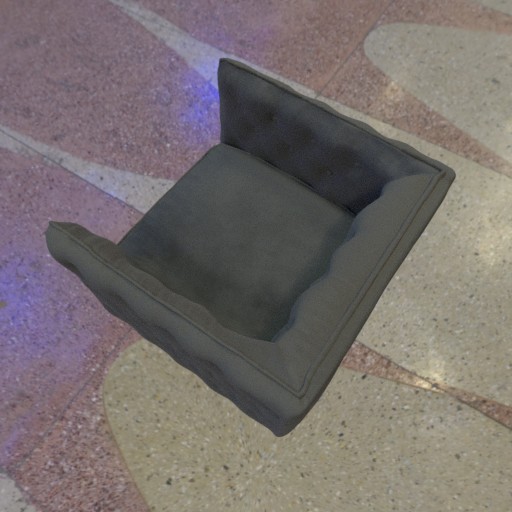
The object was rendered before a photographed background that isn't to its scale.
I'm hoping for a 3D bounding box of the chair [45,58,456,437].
[{"bbox_3d":[0.000,0.000,1.638,0.913,0.807,0.946,33,68,15],"label":"chair"}]
